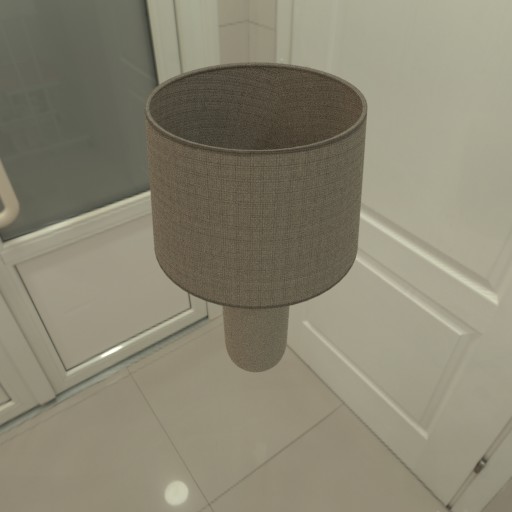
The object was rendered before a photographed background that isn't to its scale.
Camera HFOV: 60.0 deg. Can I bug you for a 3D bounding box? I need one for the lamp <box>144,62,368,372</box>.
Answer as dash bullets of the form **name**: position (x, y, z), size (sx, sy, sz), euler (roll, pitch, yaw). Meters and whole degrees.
- **lamp**: position (0.000, 0.000, 0.845), size (0.367, 0.609, 0.367), euler (0, 41, 0)
